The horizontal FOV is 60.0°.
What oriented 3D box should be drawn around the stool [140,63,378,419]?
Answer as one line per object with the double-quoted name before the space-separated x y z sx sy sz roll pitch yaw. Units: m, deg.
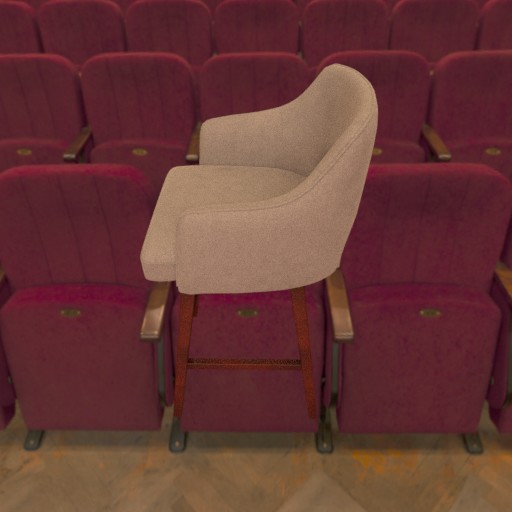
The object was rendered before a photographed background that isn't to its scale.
"stool" 0.000 0.000 1.332 0.558 1.012 0.548 1 40 1
